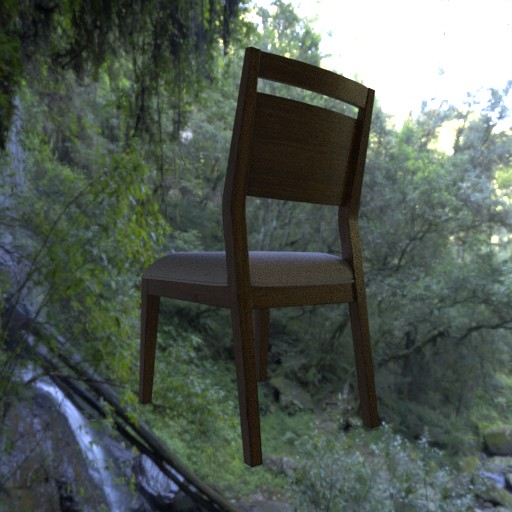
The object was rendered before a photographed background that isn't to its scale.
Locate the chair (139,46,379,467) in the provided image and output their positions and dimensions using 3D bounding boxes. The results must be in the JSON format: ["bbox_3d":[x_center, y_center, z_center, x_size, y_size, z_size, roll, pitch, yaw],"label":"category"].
[{"bbox_3d":[0.000,0.000,1.332,0.497,0.939,0.610,1,-1,-36],"label":"chair"}]
